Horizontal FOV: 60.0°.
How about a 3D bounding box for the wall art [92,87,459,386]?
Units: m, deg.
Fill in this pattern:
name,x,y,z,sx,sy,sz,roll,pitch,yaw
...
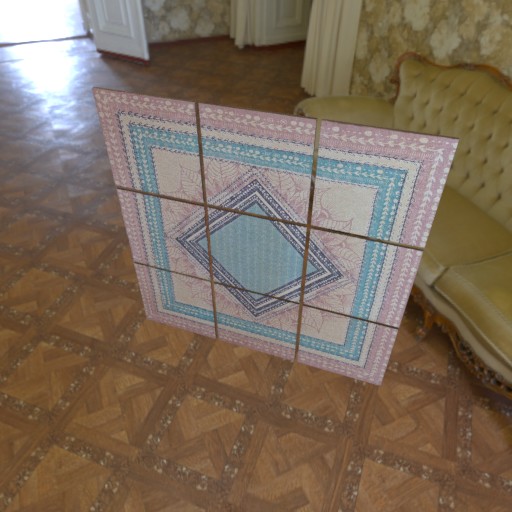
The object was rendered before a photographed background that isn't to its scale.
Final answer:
name,x,y,z,sx,sy,sz,roll,pitch,yaw
wall art,0.000,0.000,2.258,1.527,1.525,0.014,13,42,15
